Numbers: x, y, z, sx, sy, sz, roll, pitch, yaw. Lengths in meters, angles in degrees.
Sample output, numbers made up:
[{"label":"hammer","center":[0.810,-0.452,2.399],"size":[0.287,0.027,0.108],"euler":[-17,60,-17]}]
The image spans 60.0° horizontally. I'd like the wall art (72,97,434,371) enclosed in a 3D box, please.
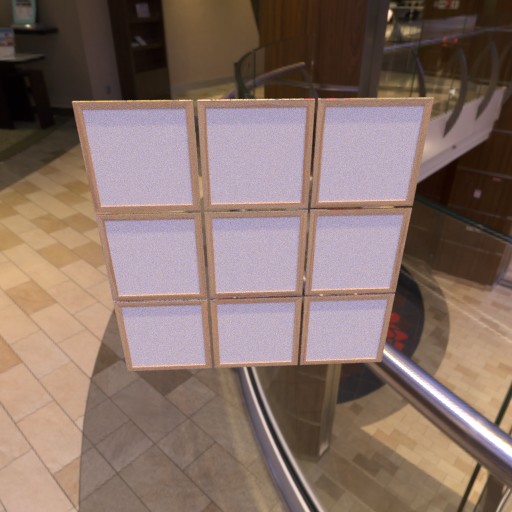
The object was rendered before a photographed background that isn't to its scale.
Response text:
[{"label":"wall art","center":[0.000,0.000,2.259],"size":[1.519,1.534,0.013],"euler":[-1,31,-2]}]
